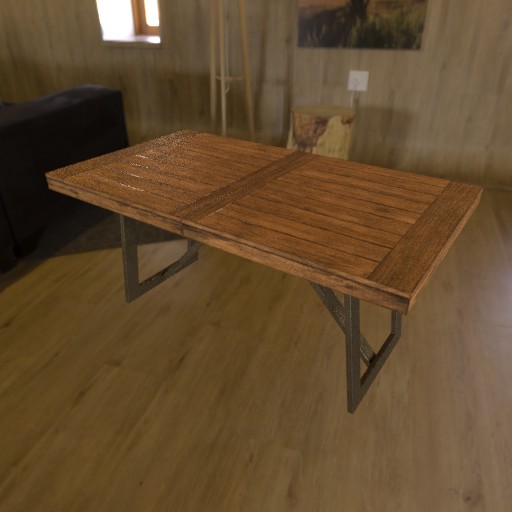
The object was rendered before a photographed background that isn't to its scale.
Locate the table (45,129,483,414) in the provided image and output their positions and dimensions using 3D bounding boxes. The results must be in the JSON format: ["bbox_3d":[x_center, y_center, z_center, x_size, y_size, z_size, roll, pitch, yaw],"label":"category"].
[{"bbox_3d":[0.000,0.000,2.093,1.641,0.757,0.931,19,35,29],"label":"table"}]
